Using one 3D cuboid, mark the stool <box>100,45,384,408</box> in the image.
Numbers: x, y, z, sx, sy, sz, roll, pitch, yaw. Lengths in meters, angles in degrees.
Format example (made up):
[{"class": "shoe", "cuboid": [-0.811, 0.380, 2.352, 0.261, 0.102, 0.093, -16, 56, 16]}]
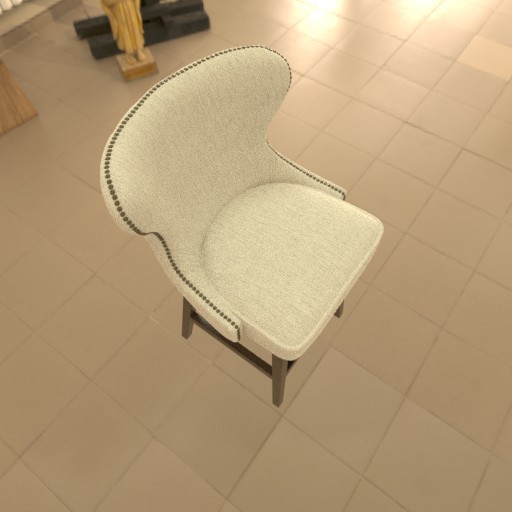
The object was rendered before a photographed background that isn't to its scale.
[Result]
[{"class": "stool", "cuboid": [0.000, 0.000, 1.342, 0.597, 0.972, 0.615, 32, 64, 18]}]
